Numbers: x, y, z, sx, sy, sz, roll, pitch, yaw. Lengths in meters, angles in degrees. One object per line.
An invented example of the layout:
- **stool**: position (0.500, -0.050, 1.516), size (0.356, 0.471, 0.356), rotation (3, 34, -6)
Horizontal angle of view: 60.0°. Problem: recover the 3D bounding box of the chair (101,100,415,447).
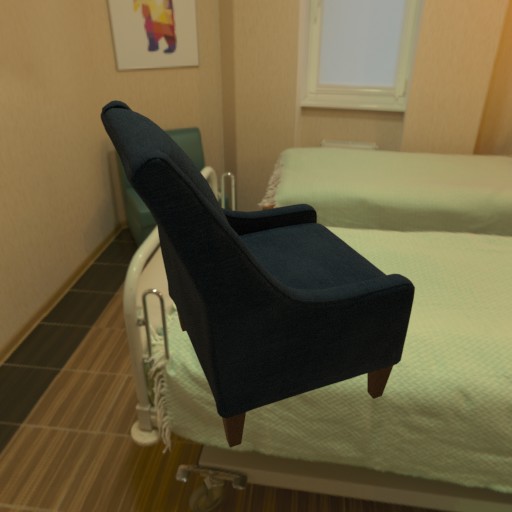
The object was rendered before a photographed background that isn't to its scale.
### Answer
- **chair**: position (0.000, 0.000, 1.602), size (0.870, 1.014, 0.774), rotation (-11, 31, -19)
